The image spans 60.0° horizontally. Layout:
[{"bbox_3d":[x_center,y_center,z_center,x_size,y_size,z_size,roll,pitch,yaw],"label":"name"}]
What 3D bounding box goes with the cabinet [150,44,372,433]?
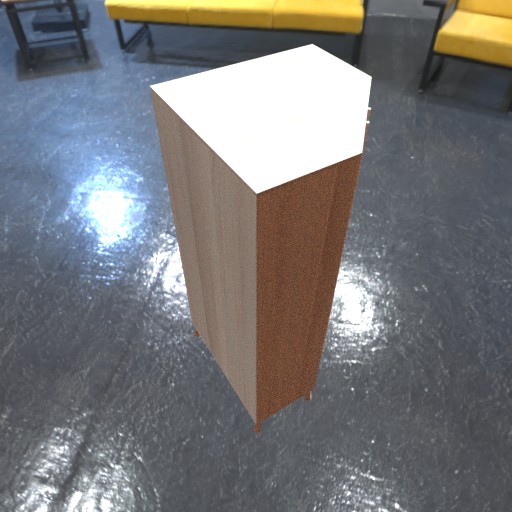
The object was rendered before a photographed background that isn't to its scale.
[{"bbox_3d":[0.000,0.000,2.602,0.969,1.957,1.272,10,47,9],"label":"cabinet"}]
